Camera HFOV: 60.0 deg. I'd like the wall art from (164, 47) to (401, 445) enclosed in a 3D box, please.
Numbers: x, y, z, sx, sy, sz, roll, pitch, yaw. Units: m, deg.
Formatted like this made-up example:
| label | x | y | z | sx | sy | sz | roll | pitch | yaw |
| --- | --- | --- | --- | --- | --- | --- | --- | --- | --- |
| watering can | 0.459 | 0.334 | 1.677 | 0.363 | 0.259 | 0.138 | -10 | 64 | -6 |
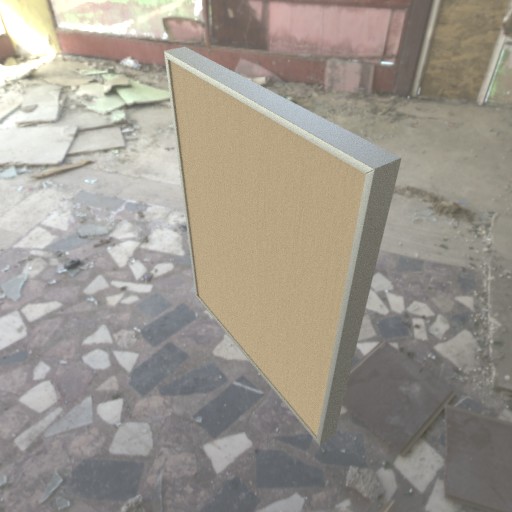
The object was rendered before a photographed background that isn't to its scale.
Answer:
| label | x | y | z | sx | sy | sz | roll | pitch | yaw |
| --- | --- | --- | --- | --- | --- | --- | --- | --- | --- |
| wall art | 0.000 | 0.000 | 0.746 | 0.039 | 0.553 | 0.445 | -25 | 47 | -26 |
